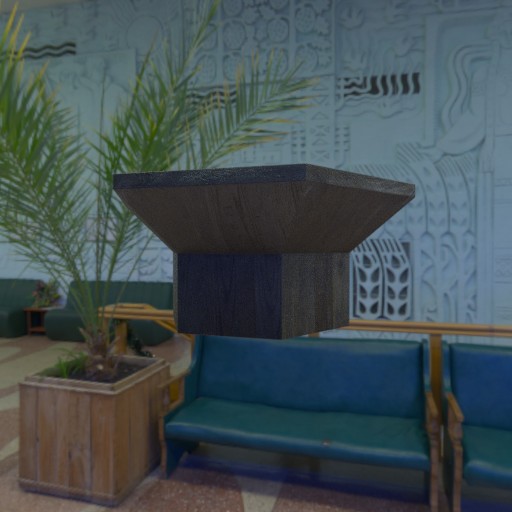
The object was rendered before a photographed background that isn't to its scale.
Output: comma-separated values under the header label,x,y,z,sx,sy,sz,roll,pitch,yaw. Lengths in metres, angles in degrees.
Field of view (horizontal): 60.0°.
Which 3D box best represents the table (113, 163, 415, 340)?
label,x,y,z,sx,sy,sz,roll,pitch,yaw
table,0.000,0.000,1.652,1.115,0.488,0.966,0,1,17
